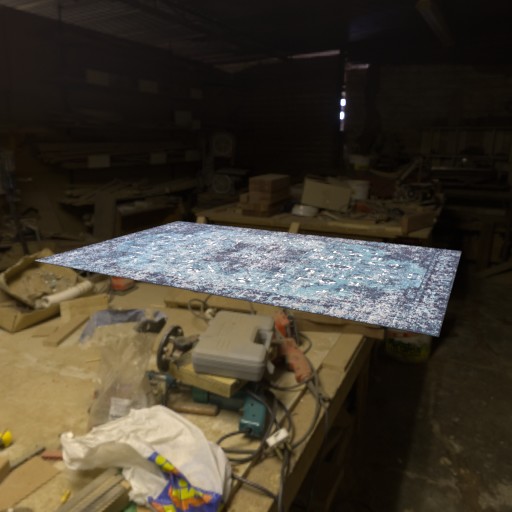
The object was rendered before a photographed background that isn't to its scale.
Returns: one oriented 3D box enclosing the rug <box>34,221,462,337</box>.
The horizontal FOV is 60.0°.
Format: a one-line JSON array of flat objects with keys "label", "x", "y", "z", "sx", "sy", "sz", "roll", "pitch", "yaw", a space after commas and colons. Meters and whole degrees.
[{"label": "rug", "x": 0.000, "y": 0.000, "z": 2.974, "sx": 2.440, "sy": 0.007, "sz": 1.525, "roll": 8, "pitch": 17, "yaw": 26}]
